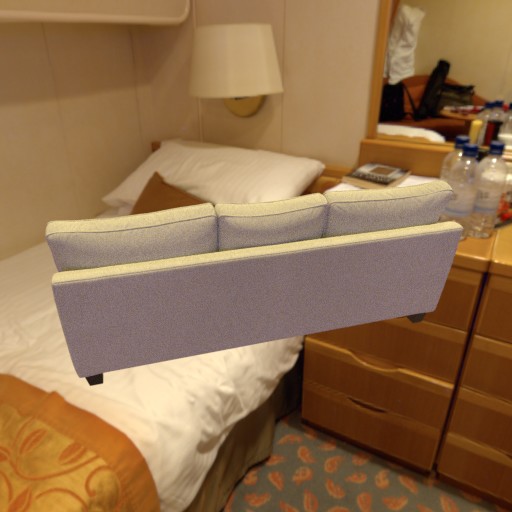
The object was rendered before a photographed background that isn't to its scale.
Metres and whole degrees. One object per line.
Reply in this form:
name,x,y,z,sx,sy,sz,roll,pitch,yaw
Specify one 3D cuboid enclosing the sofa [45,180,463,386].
sofa,0.000,0.000,2.891,2.323,0.991,1.016,-8,28,-15
